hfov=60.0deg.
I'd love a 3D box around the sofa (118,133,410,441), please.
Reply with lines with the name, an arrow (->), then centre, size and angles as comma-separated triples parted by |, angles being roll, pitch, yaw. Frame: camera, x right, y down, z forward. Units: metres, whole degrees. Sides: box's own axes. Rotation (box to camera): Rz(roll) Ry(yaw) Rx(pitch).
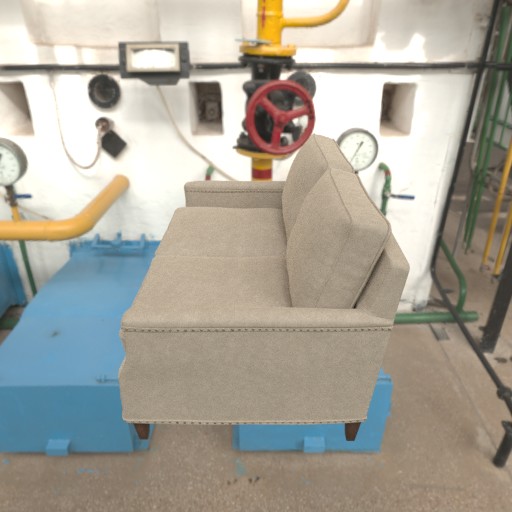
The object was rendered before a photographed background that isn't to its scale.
sofa -> 0.000, 0.000, 2.321 | 1.084, 1.002, 1.597 | 0, 28, 0
